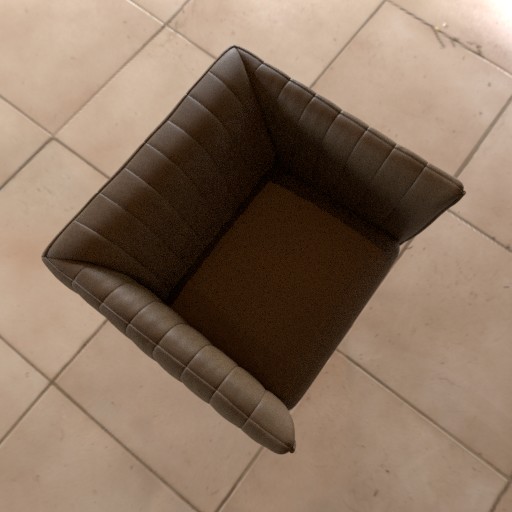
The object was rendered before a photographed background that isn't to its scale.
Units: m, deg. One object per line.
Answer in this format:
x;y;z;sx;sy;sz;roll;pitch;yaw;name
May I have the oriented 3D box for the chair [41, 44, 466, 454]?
0.000;0.000;1.615;0.876;0.779;0.981;36;77;9;chair
